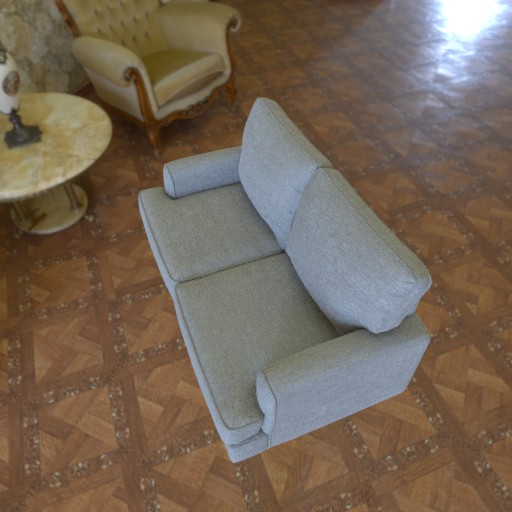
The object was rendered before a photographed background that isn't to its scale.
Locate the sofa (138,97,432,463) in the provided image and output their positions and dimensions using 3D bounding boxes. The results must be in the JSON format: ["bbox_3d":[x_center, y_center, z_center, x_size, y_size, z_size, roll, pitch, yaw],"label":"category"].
[{"bbox_3d":[0.000,0.000,2.316,0.965,0.965,1.651,-17,49,-15],"label":"sofa"}]
